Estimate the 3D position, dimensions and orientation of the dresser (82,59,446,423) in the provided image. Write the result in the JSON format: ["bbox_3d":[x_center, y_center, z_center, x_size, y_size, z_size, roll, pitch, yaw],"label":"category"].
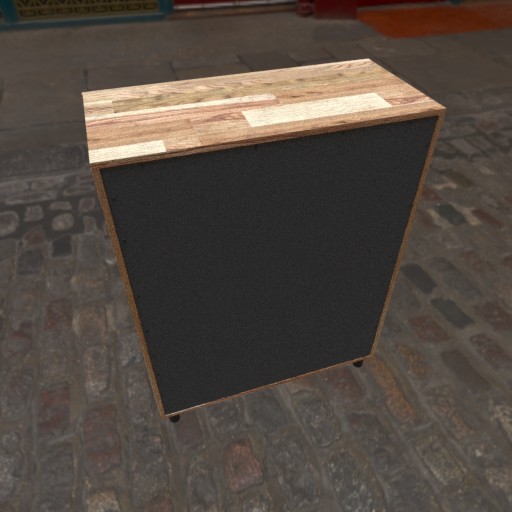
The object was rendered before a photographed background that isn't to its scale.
[{"bbox_3d":[0.000,0.000,1.711,0.966,1.243,0.480,-12,43,-14],"label":"dresser"}]
